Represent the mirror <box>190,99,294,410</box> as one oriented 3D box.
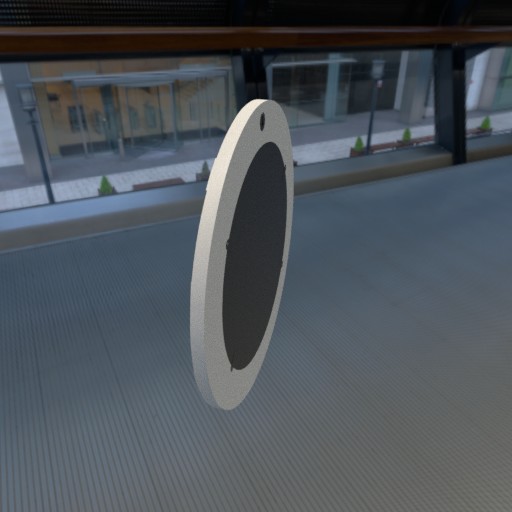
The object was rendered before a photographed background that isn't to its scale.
[{"bbox_3d":[0.000,0.000,1.372,0.038,0.914,0.914,8,30,14],"label":"mirror"}]
